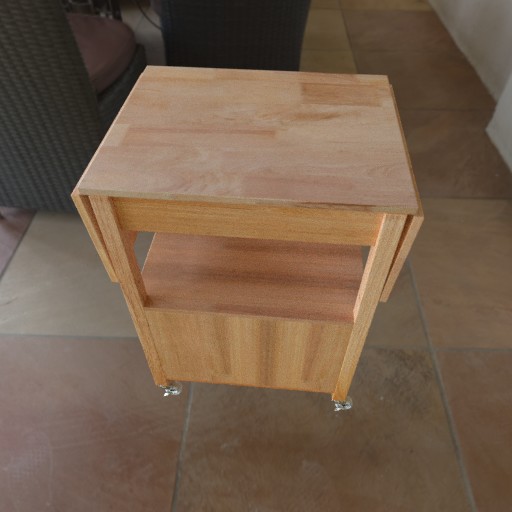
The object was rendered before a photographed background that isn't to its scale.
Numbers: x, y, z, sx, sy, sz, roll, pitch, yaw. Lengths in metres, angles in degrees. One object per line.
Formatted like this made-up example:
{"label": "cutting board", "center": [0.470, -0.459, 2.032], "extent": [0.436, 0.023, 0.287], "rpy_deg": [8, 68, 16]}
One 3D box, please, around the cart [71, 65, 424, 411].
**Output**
{"label": "cart", "center": [0.000, 0.000, 1.256], "extent": [0.640, 0.838, 0.508], "rpy_deg": [4, 47, 4]}
